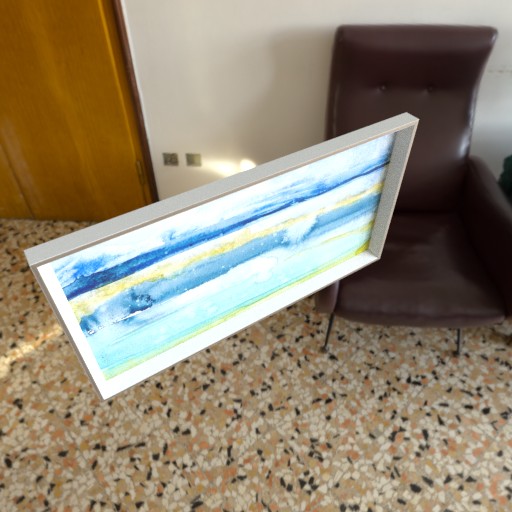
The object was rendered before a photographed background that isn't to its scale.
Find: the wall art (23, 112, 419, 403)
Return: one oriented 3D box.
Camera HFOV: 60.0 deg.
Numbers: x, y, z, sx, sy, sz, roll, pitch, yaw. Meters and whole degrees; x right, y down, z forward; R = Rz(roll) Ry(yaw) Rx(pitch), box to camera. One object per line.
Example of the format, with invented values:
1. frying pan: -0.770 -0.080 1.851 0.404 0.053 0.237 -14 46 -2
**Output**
1. wall art: 0.000 0.000 0.967 0.812 0.431 0.038 -24 50 -22
